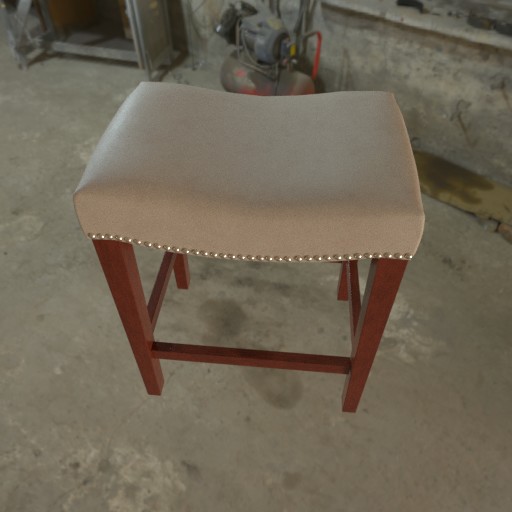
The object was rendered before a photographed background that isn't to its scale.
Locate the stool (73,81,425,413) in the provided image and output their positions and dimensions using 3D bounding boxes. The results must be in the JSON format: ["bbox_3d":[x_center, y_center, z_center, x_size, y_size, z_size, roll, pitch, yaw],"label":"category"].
[{"bbox_3d":[0.000,0.000,0.945,0.509,0.632,0.375,4,46,4],"label":"stool"}]
